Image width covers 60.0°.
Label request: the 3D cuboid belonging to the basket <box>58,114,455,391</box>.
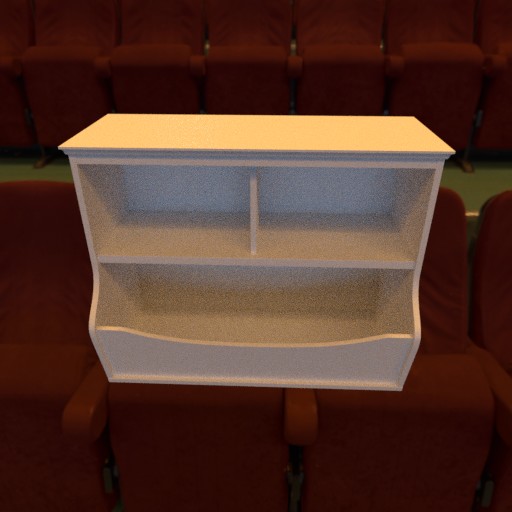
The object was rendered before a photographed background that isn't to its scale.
[{"bbox_3d":[0.000,0.000,1.140,0.792,0.625,0.376,1,30,2],"label":"basket"}]
